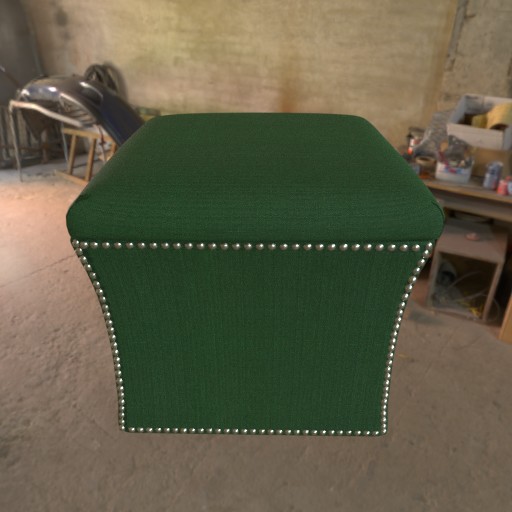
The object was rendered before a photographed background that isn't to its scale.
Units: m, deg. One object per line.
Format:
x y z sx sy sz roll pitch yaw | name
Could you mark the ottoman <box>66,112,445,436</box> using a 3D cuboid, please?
0.000 0.000 0.863 0.507 0.475 0.497 1 30 1 | ottoman
